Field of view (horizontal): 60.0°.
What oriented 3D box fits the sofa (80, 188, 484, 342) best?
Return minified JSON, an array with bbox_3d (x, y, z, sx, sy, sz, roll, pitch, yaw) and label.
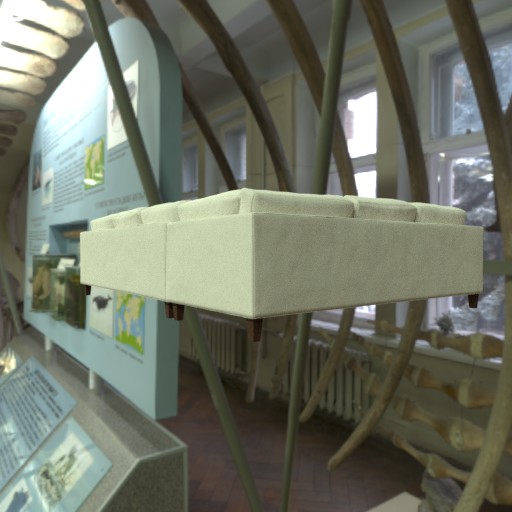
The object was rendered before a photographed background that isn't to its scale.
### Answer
[{"bbox_3d":[0.000,0.000,4.274,2.432,0.863,3.182,-1,1,-37],"label":"sofa"}]
